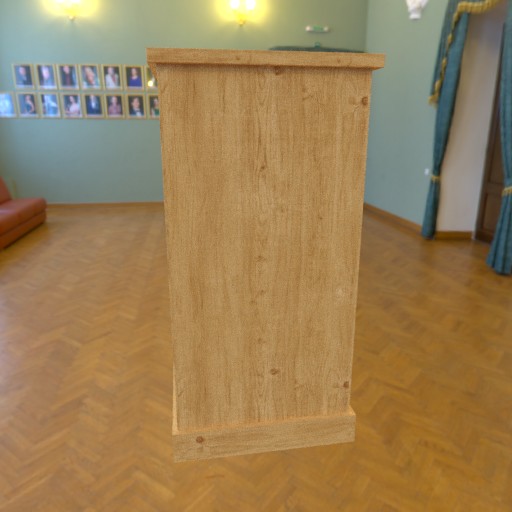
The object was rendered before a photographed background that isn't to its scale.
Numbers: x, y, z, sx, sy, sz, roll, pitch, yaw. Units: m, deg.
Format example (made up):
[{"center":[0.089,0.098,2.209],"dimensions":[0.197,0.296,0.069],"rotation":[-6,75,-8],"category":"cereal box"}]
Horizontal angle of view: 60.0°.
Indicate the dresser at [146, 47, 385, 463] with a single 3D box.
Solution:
[{"center":[0.000,0.000,1.293],"dimensions":[0.531,1.041,0.390],"rotation":[-3,16,-9],"category":"dresser"}]
